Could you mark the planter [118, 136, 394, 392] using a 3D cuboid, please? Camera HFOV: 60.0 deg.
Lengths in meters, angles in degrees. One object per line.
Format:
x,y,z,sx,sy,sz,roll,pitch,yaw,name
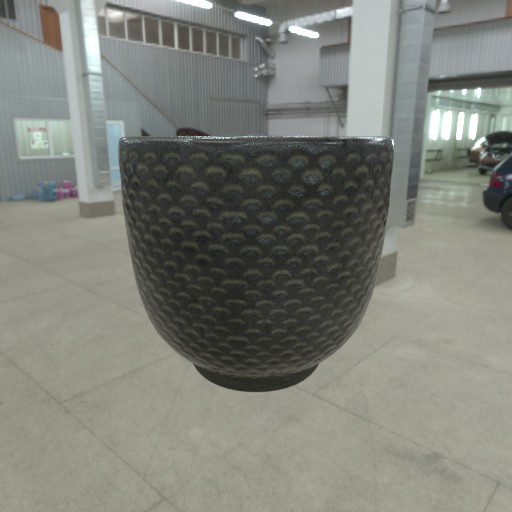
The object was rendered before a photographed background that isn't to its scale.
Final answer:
0.000,0.000,0.307,0.172,0.160,0.172,0,15,0,planter
